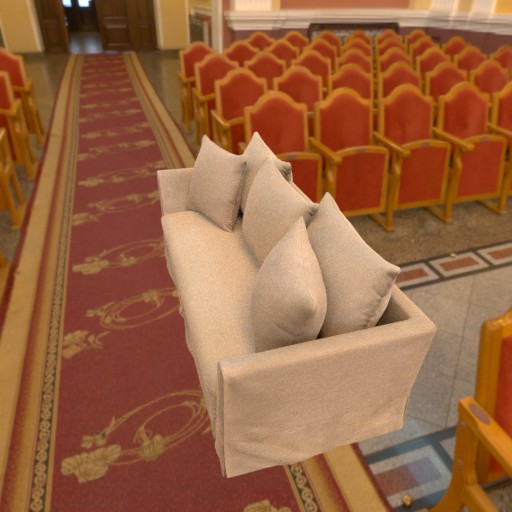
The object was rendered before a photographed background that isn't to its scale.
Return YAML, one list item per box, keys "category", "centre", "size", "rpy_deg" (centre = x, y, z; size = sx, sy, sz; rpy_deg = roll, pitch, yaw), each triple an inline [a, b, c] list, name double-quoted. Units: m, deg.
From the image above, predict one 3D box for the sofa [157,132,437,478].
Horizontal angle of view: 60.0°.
- category: "sofa"
  centre: [0.000, 0.000, 2.848]
  size: [1.031, 1.034, 2.290]
  rpy_deg: [-9, 32, -14]
